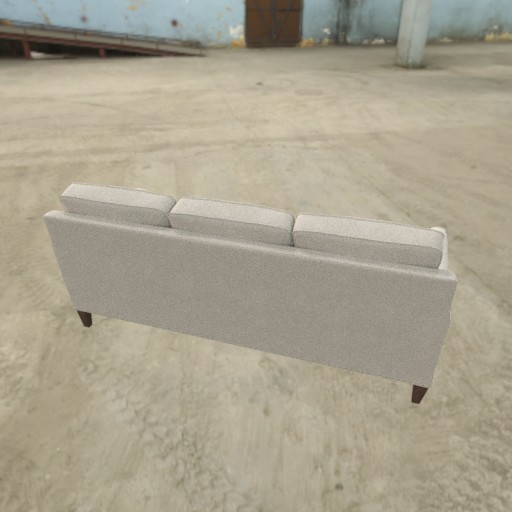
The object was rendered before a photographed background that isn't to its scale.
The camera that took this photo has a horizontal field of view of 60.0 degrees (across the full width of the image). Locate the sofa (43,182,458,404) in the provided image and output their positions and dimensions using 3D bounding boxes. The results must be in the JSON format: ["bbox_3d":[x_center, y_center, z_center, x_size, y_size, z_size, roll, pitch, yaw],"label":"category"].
[{"bbox_3d":[0.000,0.000,2.784,2.246,1.003,1.084,9,31,16],"label":"sofa"}]
